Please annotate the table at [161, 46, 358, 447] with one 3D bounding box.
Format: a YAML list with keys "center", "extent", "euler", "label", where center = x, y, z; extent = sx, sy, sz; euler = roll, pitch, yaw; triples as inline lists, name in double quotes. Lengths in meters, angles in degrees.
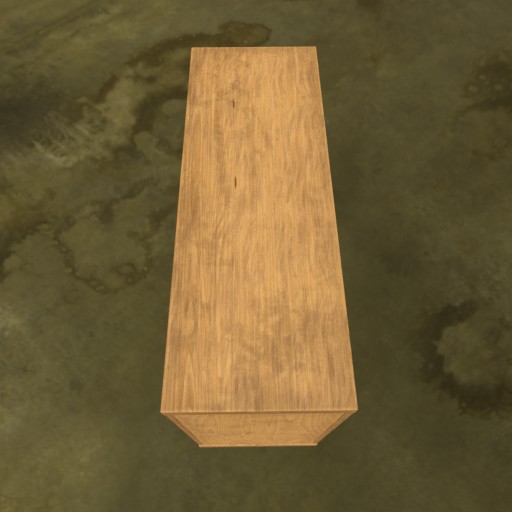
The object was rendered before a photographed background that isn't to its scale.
- center: [0.000, 0.000, 1.528]
  extent: [0.410, 0.771, 1.151]
  euler: [-1, 62, 0]
  label: "table"
